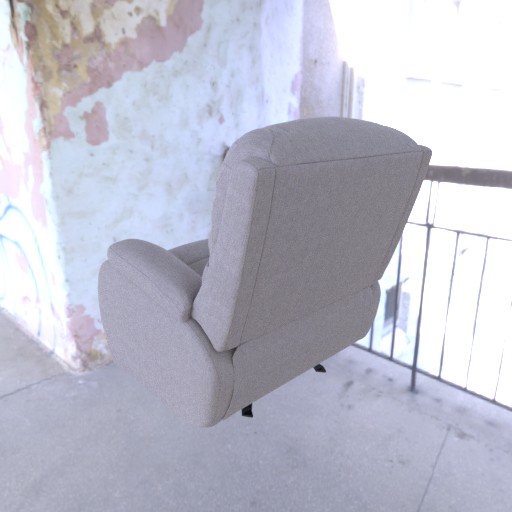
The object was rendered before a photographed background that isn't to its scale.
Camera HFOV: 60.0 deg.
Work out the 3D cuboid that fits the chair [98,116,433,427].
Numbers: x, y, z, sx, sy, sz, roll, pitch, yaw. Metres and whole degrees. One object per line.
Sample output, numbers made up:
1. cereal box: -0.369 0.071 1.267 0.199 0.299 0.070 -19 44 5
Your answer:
1. chair: 0.000 0.000 1.684 0.930 1.011 0.899 -16 24 -41
